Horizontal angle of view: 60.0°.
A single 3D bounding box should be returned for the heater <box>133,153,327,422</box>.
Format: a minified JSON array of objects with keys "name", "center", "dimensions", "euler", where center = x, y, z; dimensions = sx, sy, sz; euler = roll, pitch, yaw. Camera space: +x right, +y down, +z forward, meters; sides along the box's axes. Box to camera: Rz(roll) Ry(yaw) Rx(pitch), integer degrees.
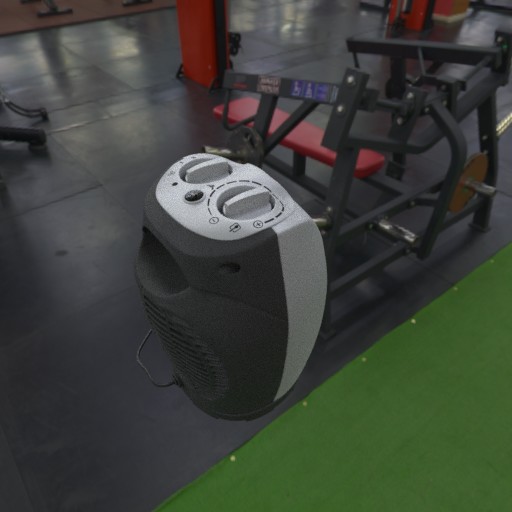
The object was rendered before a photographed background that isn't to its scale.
[{"name":"heater","center":[0.000,0.000,0.491],"dimensions":[0.291,0.255,0.239],"euler":[-25,46,-27]}]
